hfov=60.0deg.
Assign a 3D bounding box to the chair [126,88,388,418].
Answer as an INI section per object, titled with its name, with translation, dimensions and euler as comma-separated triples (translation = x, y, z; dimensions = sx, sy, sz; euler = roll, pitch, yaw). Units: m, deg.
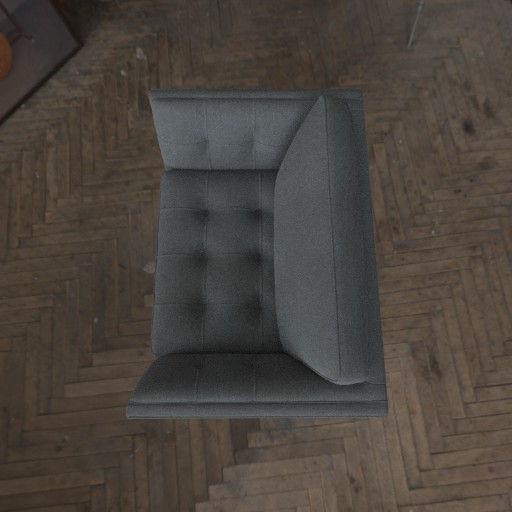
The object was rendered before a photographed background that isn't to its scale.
[chair]
translation = 0.000, 0.000, 2.089
dimensions = 0.965, 0.942, 1.396
euler = 0, 74, 0
